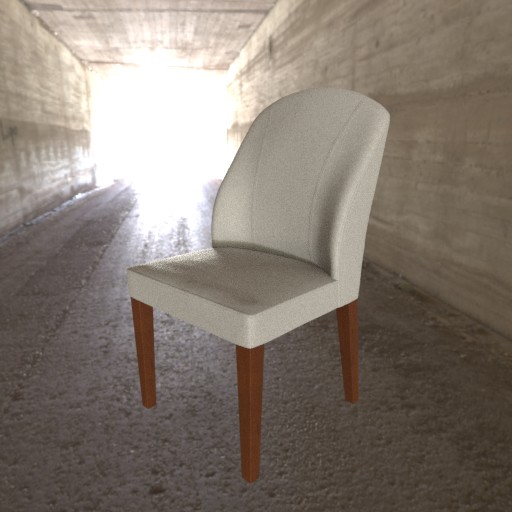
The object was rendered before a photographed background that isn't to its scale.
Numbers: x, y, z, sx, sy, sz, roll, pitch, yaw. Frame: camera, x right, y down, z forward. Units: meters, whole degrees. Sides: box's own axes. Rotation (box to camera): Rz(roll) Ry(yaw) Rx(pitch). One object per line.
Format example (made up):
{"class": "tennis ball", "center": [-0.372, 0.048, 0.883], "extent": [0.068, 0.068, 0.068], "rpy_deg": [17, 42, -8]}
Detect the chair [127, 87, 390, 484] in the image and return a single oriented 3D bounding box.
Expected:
{"class": "chair", "center": [0.000, 0.000, 1.197], "extent": [0.472, 0.893, 0.540], "rpy_deg": [14, 21, 42]}
